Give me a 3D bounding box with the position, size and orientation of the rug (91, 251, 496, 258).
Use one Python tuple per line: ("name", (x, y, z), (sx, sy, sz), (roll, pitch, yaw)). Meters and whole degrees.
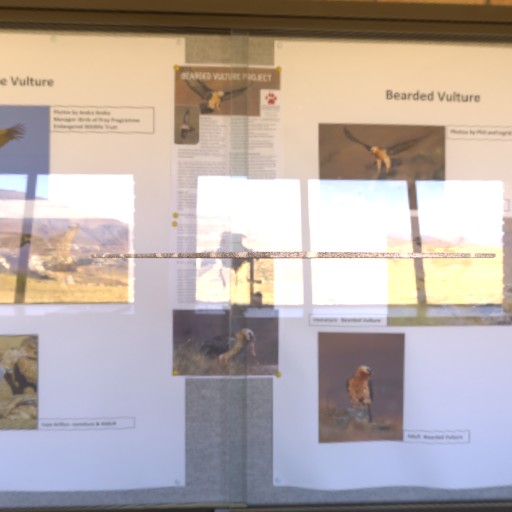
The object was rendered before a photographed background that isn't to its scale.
("rug", (0.000, 0.000, 2.889), (1.501, 0.025, 2.348), (0, 0, -35))
